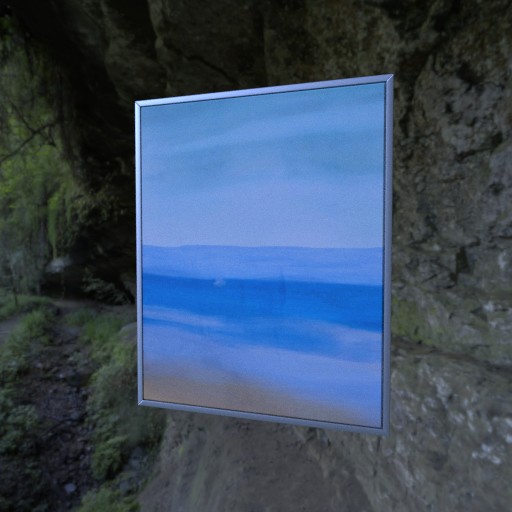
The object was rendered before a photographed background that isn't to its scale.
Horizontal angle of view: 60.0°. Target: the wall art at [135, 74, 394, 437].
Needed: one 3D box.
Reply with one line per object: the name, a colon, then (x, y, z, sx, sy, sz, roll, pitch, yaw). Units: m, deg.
wall art: (0.000, 0.000, 0.759, 0.445, 0.553, 0.039, 1, 2, 17)
